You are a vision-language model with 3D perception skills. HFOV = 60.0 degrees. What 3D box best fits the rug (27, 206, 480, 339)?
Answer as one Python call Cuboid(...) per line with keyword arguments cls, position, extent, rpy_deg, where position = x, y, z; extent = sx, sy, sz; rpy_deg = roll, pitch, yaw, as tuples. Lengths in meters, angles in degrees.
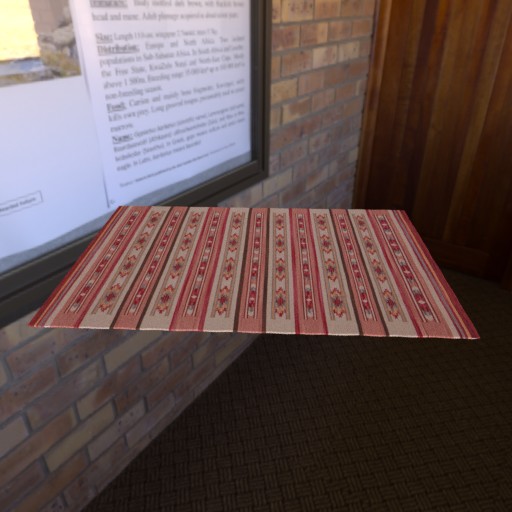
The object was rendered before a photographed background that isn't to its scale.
Cuboid(cls="rug", position=(0.000, 0.000, 2.301), extent=(1.817, 0.008, 1.223), rpy_deg=(1, 30, 2))
